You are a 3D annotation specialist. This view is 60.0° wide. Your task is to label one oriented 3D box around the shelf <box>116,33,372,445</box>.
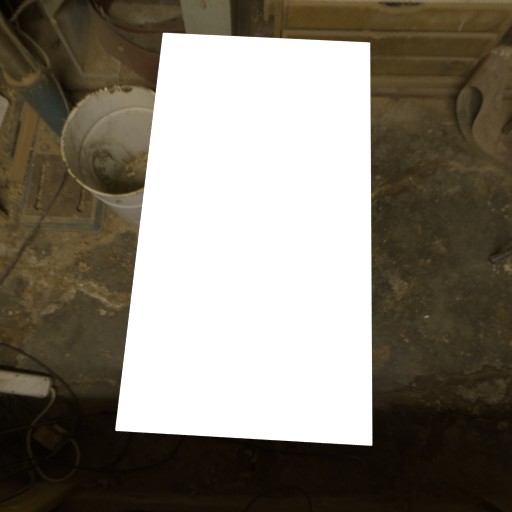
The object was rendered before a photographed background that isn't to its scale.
[{"bbox_3d":[0.000,0.000,1.326,0.498,0.750,0.902,3,77,1],"label":"shelf"}]
